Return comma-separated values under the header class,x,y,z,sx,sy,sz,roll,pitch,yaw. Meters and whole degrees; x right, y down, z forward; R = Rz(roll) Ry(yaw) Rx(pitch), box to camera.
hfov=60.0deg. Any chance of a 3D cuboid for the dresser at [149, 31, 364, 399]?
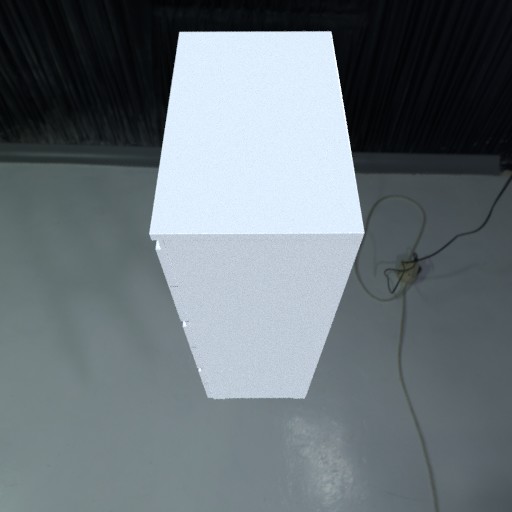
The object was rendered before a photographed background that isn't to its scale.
class,x,y,z,sx,sy,sz,roll,pitch,yaw
dresser,0.000,0.000,1.500,0.400,1.190,0.650,0,58,0
